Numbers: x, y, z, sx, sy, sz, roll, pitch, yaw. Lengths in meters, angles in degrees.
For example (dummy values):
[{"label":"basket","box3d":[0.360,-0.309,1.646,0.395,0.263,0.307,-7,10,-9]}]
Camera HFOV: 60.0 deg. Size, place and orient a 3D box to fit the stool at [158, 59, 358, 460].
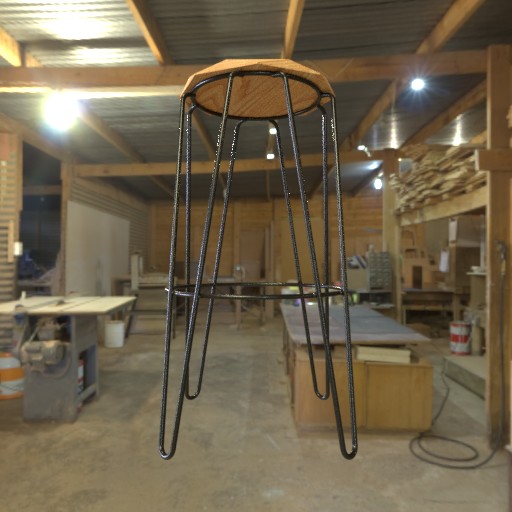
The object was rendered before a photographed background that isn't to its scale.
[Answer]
[{"label":"stool","box3d":[0.000,0.000,0.804,0.326,0.610,0.326,0,0,0]}]
